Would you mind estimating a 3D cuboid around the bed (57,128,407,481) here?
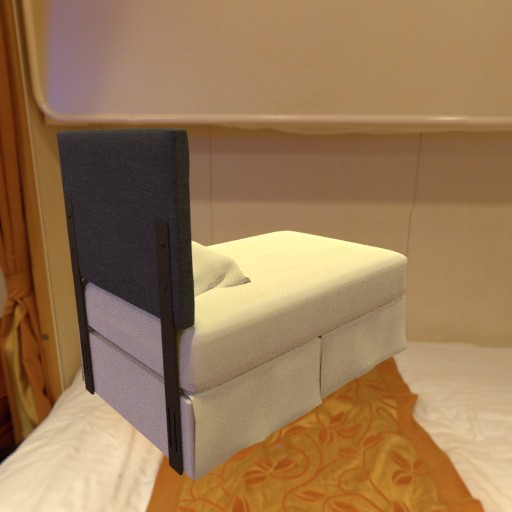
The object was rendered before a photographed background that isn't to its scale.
[{"bbox_3d":[0.000,0.000,2.895,1.997,1.571,1.261,-14,21,-42],"label":"bed"}]
